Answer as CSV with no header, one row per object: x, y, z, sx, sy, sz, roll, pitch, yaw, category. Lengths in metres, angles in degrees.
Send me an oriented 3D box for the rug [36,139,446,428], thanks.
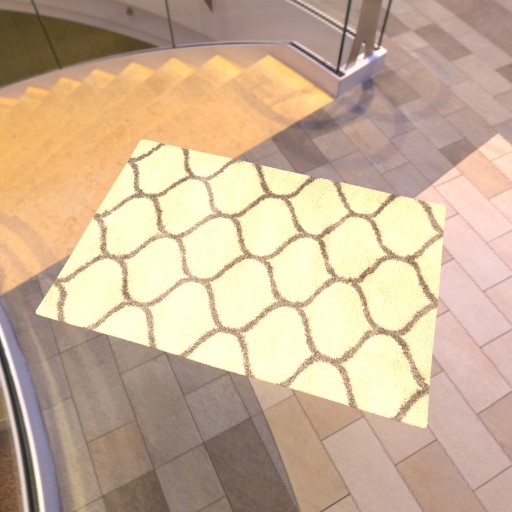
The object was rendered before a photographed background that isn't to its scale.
0.000,0.000,3.360,2.701,0.026,1.801,14,59,9,rug
